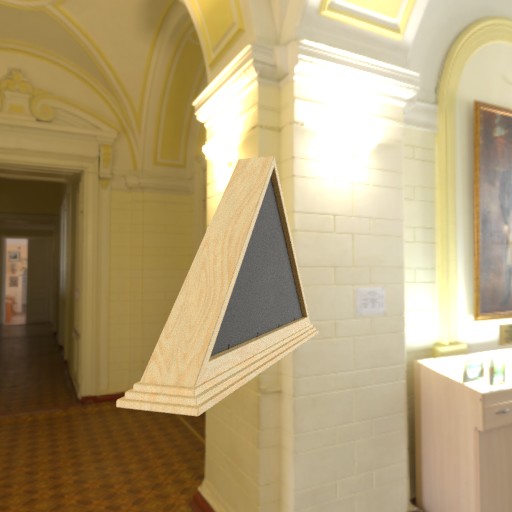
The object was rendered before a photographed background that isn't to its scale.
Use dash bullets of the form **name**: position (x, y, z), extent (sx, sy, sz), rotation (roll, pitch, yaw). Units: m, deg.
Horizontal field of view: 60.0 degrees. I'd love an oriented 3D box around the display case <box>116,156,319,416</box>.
- **display case**: position (0.000, 0.000, 0.760), extent (0.095, 0.340, 0.640), rotation (-1, -2, 19)
